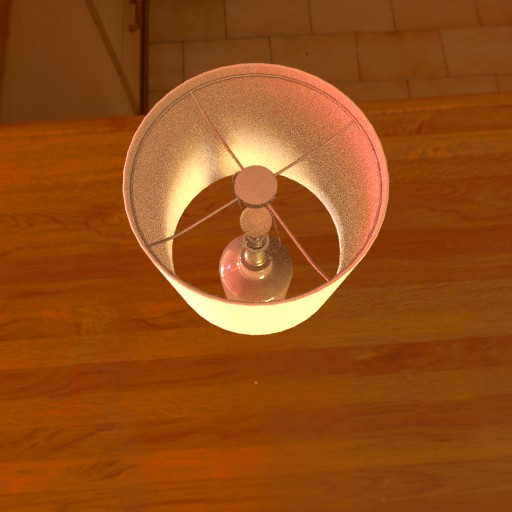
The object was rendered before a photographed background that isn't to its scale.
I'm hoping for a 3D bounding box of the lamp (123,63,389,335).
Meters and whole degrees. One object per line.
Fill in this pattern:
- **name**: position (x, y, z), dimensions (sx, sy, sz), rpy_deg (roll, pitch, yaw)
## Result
- **lamp**: position (0.000, 0.000, 0.565), dimensions (0.207, 0.461, 0.207), rpy_deg (-33, 77, -9)
